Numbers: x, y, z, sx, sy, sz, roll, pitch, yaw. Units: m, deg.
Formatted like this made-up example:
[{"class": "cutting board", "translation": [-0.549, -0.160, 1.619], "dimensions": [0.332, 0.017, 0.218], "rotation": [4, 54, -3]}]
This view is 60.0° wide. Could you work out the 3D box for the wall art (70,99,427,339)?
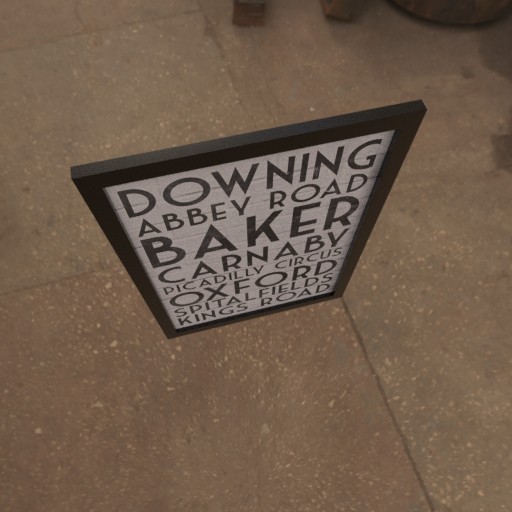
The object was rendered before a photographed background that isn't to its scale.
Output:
[{"class": "wall art", "translation": [0.000, 0.000, 0.853], "dimensions": [0.462, 0.656, 0.019], "rotation": [-13, 63, -7]}]
